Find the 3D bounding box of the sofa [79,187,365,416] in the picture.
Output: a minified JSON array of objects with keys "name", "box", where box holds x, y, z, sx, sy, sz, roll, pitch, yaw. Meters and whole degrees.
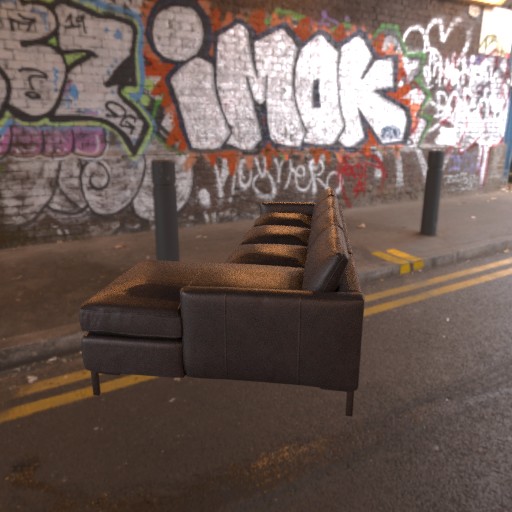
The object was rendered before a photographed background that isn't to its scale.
[{"name":"sofa","box":[0.000,0.000,3.627,1.471,0.859,2.993,2,16,8]}]
